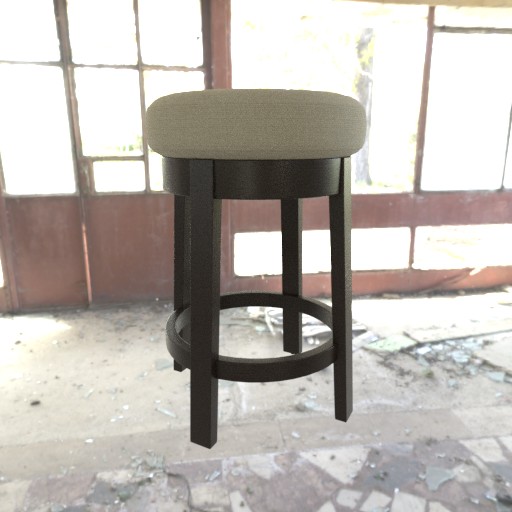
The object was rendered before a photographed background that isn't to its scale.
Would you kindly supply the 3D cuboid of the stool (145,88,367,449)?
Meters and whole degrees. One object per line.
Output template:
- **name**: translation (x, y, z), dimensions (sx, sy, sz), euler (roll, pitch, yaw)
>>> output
- **stool**: translation (0.000, 0.000, 0.953), dimensions (0.449, 0.655, 0.449), euler (0, 15, 0)
